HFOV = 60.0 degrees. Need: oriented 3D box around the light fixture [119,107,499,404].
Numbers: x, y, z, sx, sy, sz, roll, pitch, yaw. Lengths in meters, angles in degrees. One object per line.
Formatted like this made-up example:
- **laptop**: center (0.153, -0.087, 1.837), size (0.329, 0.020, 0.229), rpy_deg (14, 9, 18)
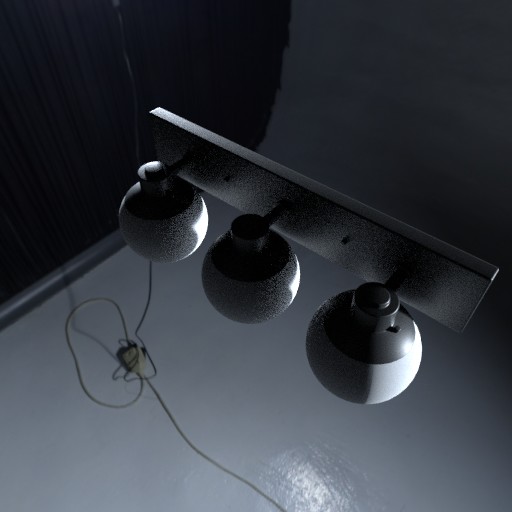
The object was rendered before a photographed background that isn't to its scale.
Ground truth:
- **light fixture**: center (0.000, 0.000, 0.826), size (0.721, 0.263, 0.218), rpy_deg (31, 54, 26)
